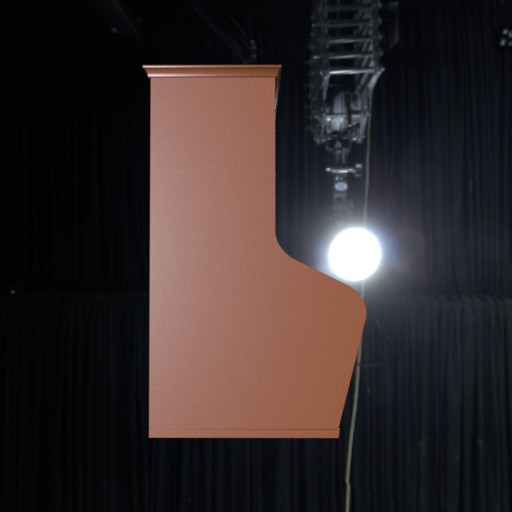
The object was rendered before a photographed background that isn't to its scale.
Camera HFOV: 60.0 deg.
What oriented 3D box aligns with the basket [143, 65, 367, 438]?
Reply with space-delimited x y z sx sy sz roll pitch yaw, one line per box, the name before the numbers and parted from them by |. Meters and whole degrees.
basket | 0.000 0.000 1.133 0.376 0.625 0.792 0 -1 0
